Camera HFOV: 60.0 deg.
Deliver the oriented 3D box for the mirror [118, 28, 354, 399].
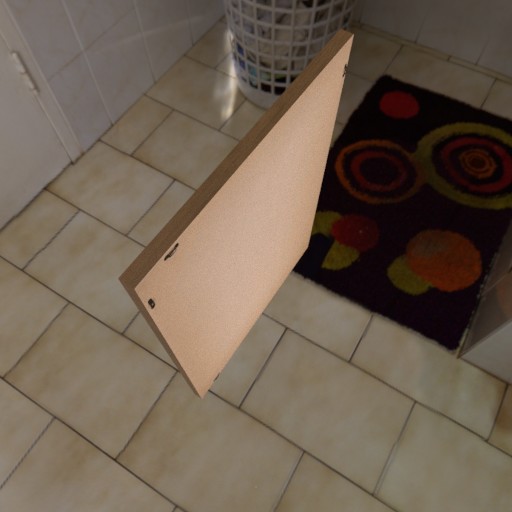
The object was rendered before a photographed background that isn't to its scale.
[{"bbox_3d":[0.000,0.000,1.323,0.040,1.016,0.762,31,67,15],"label":"mirror"}]
